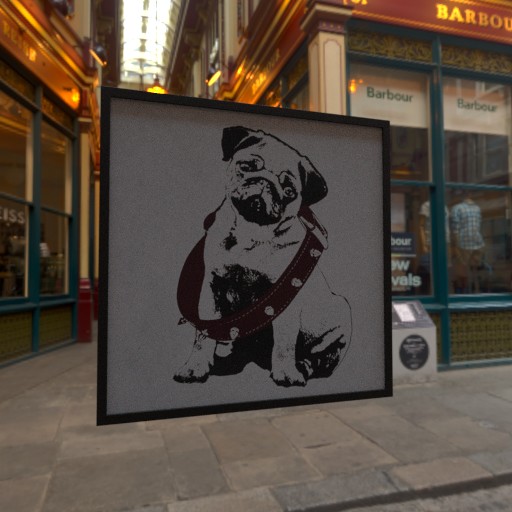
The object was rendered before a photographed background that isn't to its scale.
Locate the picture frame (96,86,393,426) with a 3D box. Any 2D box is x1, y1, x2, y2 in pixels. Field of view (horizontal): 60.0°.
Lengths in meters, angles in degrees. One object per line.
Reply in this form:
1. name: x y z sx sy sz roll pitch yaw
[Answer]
1. picture frame: 0.000 0.000 0.475 0.317 0.317 0.030 1 -2 -18
